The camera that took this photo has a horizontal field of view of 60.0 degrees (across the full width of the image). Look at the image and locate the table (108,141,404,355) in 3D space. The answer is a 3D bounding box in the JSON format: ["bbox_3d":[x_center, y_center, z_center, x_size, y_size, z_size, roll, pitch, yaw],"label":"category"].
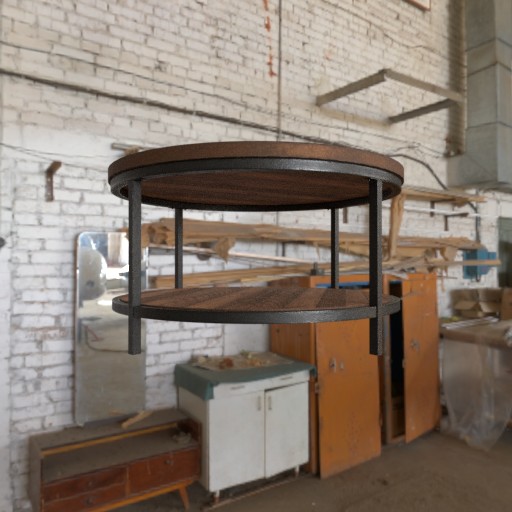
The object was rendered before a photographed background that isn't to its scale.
[{"bbox_3d":[0.000,0.000,1.318,0.837,0.462,0.837,0,0,0],"label":"table"}]
